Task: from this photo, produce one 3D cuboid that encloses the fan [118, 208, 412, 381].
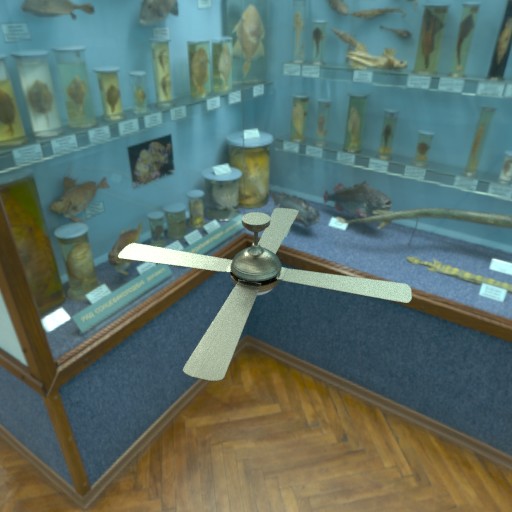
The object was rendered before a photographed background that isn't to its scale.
[{"bbox_3d":[0.000,0.000,2.016,1.321,0.381,1.321,21,37,30],"label":"fan"}]
